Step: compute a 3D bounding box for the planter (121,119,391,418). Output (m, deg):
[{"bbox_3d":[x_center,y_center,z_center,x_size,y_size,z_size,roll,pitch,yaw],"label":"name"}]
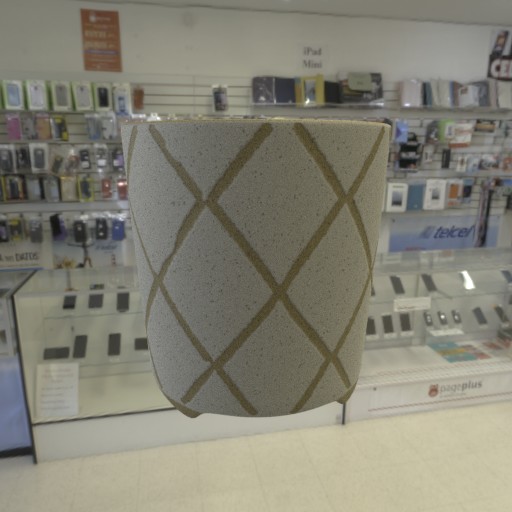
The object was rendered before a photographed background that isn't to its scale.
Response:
[{"bbox_3d":[0.000,0.000,0.417,0.228,0.235,0.228,0,14,0],"label":"planter"}]
